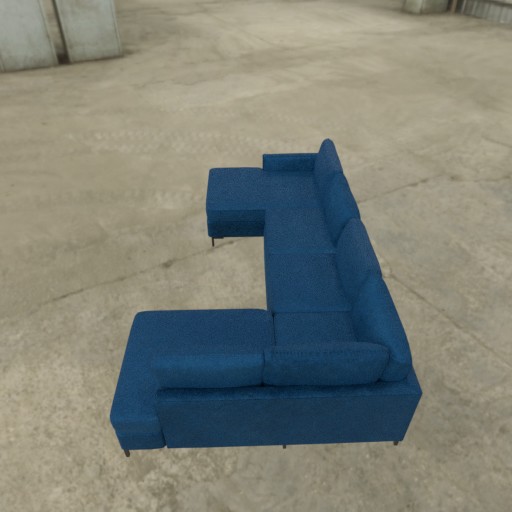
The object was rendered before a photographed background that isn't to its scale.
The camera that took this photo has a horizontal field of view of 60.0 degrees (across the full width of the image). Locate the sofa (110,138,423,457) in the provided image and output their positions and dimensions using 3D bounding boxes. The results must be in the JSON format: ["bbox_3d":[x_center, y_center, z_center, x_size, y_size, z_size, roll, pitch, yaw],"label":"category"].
[{"bbox_3d":[0.000,0.000,4.262,2.055,0.992,3.434,-1,40,-1],"label":"sofa"}]
